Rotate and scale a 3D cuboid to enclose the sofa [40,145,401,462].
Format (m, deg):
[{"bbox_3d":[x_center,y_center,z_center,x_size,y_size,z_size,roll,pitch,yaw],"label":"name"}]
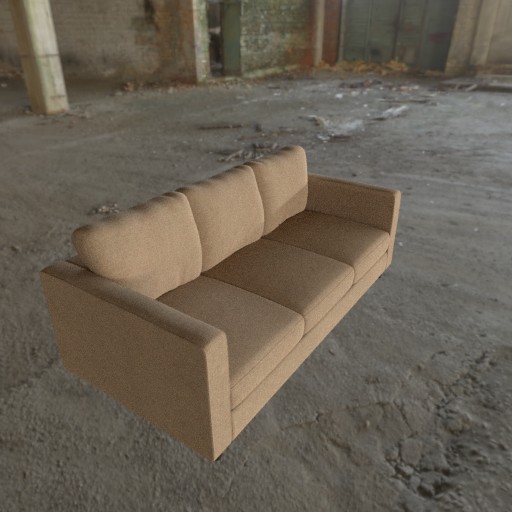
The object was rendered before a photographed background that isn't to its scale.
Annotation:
[{"bbox_3d":[0.000,0.000,2.364,0.930,0.800,1.855,18,32,30],"label":"sofa"}]
